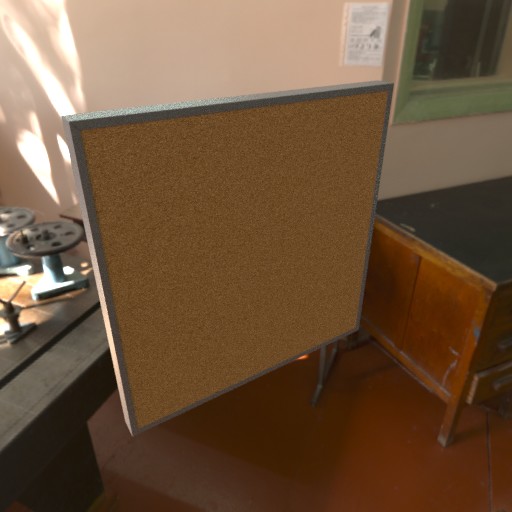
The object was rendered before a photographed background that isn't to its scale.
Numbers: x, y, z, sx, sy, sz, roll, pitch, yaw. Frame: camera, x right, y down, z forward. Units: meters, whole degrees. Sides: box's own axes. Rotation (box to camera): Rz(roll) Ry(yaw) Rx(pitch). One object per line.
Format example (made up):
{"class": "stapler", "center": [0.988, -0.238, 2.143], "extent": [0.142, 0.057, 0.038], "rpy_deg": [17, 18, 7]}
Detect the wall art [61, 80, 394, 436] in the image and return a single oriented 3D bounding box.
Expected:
{"class": "wall art", "center": [0.000, 0.000, 0.507], "extent": [0.349, 0.349, 0.028], "rpy_deg": [-18, 34, -28]}
